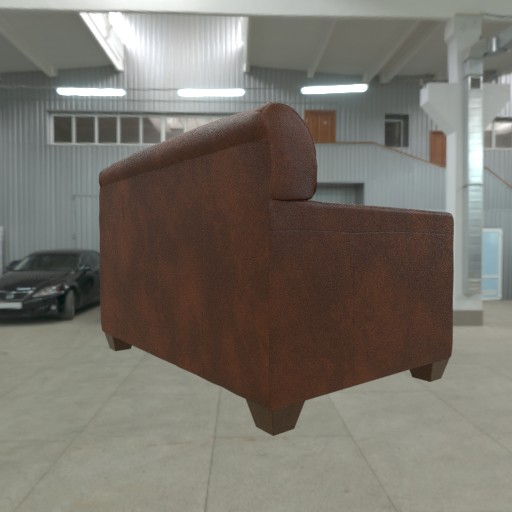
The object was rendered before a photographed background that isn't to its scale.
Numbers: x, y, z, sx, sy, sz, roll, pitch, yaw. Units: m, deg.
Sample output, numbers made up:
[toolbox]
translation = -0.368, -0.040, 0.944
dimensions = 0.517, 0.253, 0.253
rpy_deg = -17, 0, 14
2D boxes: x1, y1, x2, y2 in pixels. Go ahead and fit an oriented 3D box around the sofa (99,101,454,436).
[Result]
[sofa]
translation = 0.000, 0.000, 2.006
dimensions = 1.000, 0.956, 1.413
rpy_deg = -1, 2, -38
